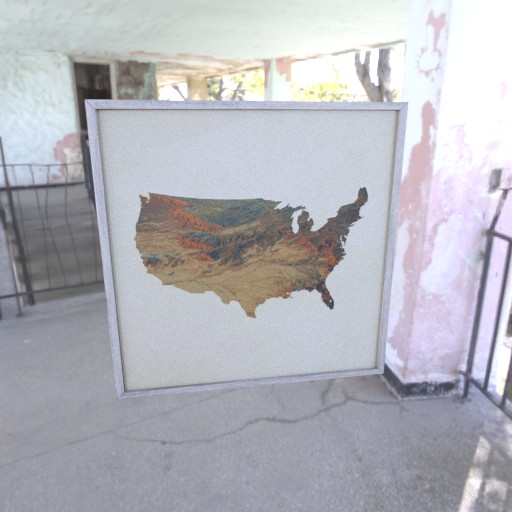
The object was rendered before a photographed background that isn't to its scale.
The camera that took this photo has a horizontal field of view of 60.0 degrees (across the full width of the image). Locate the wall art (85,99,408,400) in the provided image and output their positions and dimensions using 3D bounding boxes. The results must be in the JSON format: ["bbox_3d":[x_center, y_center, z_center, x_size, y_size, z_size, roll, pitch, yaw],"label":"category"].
[{"bbox_3d":[0.000,0.000,0.767,0.508,0.507,0.016,-3,17,-9],"label":"wall art"}]
